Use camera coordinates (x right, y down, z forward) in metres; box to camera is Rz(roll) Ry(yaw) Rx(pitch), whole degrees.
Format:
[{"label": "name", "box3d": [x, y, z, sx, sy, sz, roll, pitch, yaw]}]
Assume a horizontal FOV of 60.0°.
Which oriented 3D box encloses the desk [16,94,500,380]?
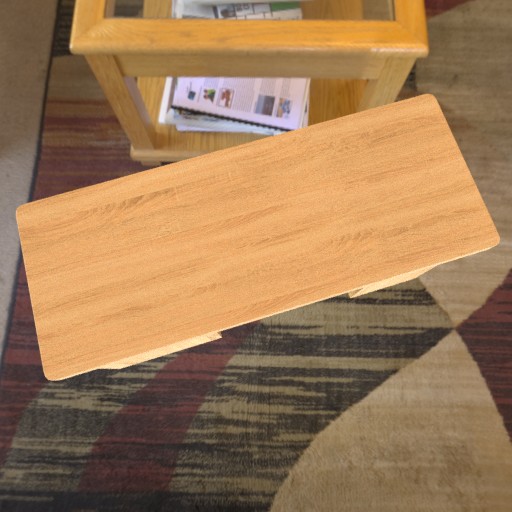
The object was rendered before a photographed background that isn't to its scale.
[{"label": "desk", "box3d": [0.000, 0.000, 1.727, 1.400, 0.760, 0.550, -16, 76, -4]}]
